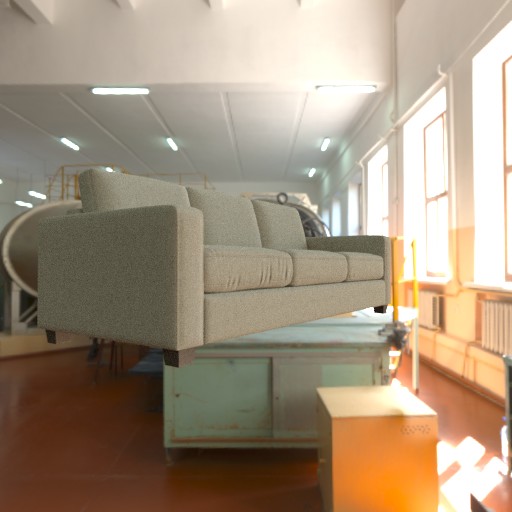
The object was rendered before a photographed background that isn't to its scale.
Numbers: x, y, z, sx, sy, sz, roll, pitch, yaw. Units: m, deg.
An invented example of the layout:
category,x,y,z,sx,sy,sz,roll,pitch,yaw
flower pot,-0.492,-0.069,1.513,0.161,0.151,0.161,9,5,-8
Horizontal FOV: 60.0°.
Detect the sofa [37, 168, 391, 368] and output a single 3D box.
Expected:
category,x,y,z,sx,sy,sz,roll,pitch,yaw
sofa,0.000,0.000,2.603,0.900,0.800,2.160,-1,-1,36
